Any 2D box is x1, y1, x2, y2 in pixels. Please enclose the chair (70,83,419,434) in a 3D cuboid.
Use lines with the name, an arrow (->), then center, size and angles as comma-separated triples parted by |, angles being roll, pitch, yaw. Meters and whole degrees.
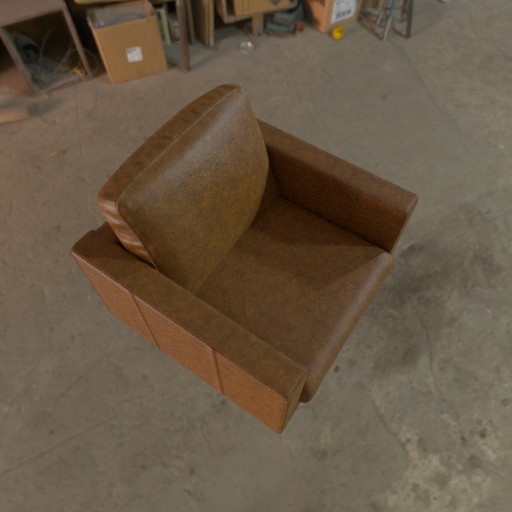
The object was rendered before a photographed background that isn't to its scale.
chair -> 0.000, 0.000, 1.709 | 0.909, 0.956, 0.890 | 31, 63, 17
